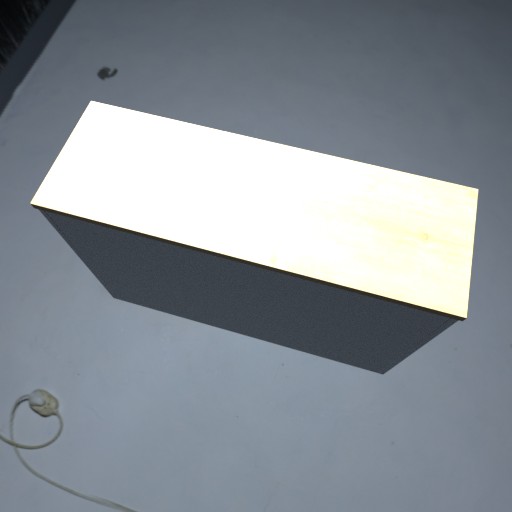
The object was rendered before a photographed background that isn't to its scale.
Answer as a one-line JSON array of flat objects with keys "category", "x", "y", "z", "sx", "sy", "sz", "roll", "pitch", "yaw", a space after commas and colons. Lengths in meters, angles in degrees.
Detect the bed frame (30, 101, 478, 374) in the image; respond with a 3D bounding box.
[{"category": "bed frame", "x": 0.000, "y": 0.000, "z": 1.735, "sx": 1.300, "sy": 0.850, "sz": 0.430, "roll": 15, "pitch": 66, "yaw": 7}]
